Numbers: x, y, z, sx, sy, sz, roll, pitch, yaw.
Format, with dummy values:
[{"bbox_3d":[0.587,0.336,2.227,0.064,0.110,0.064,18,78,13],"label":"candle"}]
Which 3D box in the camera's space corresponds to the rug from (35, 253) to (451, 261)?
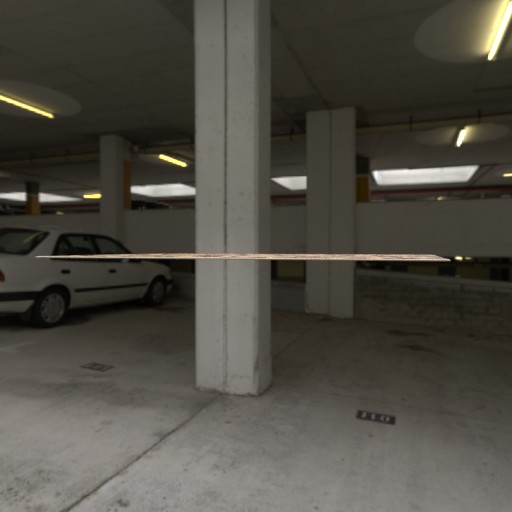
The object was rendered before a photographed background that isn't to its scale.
[{"bbox_3d":[0.000,0.000,2.974,2.284,0.008,1.522,0,1,19],"label":"rug"}]
